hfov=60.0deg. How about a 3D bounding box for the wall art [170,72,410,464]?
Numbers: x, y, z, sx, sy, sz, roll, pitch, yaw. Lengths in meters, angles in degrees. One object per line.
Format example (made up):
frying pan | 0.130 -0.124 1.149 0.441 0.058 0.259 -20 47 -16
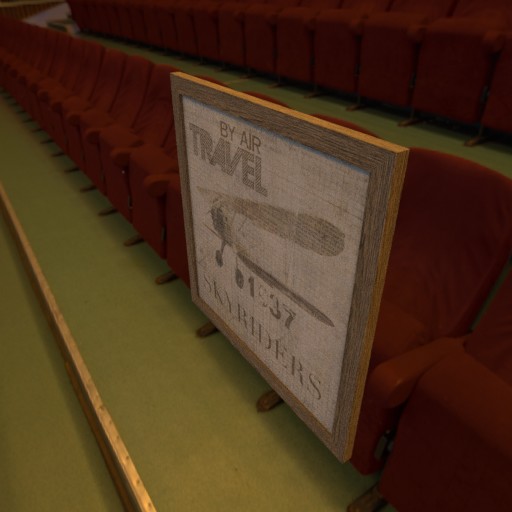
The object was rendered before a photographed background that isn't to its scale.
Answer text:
wall art | 0.000 0.000 0.747 0.019 0.508 0.508 -20 38 -29
